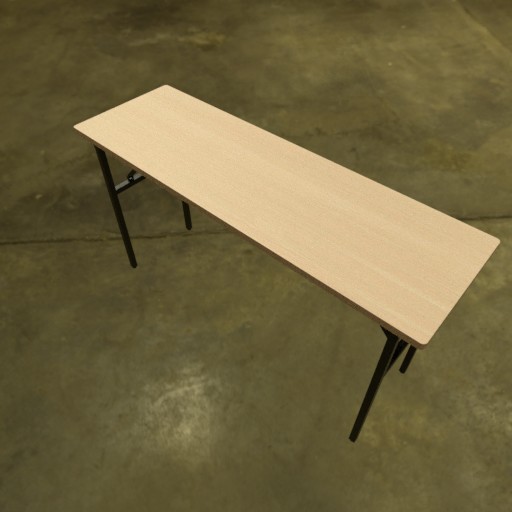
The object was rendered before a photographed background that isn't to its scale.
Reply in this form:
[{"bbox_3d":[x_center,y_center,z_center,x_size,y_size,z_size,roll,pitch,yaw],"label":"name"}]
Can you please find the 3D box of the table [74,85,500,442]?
[{"bbox_3d":[0.000,0.000,1.686,1.397,0.750,0.447,33,55,27],"label":"table"}]
